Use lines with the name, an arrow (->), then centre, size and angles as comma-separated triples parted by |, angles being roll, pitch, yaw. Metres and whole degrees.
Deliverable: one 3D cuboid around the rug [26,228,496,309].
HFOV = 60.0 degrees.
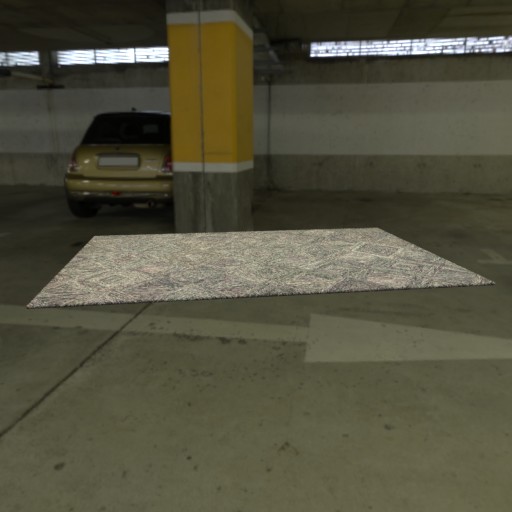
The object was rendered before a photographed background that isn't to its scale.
rug -> 0.000, 0.000, 2.857 | 2.298, 0.017, 1.501 | -2, 15, -8
